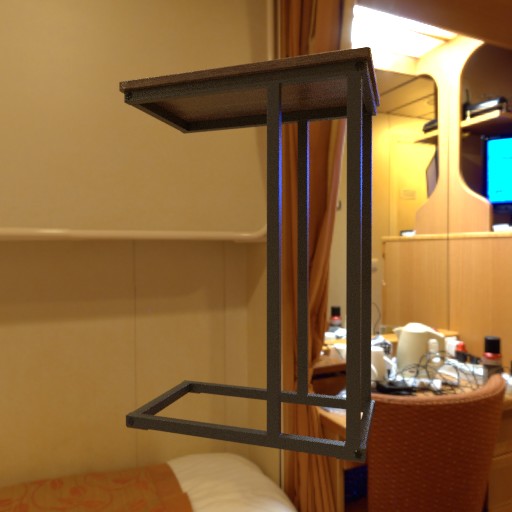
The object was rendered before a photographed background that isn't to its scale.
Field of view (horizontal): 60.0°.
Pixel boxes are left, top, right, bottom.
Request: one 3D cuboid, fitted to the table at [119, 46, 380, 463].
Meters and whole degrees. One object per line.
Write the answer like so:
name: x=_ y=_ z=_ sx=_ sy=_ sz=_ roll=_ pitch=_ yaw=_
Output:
table: x=0.000 y=0.000 z=0.862 sx=0.450 sy=0.637 sz=0.254 roll=0 pitch=1 yaw=19
